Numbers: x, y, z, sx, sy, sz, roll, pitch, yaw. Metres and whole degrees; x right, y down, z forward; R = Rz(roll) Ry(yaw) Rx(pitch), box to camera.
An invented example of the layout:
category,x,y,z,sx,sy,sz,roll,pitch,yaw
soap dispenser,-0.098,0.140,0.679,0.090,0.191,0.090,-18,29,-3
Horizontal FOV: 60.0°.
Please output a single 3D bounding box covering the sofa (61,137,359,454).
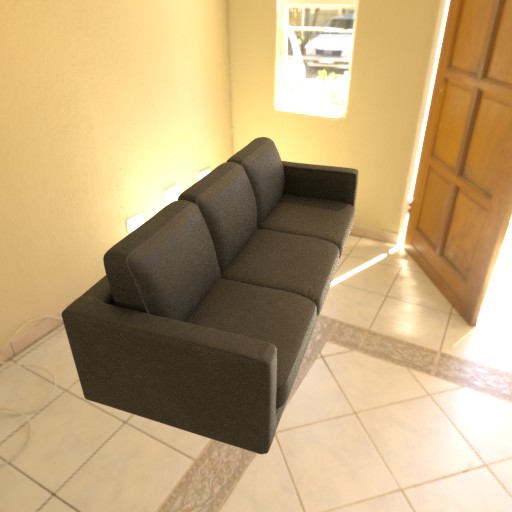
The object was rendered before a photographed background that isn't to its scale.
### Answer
category,x,y,z,sx,sy,sz,roll,pitch,yaw
sofa,0.000,0.000,2.513,0.879,0.899,2.029,10,32,17
